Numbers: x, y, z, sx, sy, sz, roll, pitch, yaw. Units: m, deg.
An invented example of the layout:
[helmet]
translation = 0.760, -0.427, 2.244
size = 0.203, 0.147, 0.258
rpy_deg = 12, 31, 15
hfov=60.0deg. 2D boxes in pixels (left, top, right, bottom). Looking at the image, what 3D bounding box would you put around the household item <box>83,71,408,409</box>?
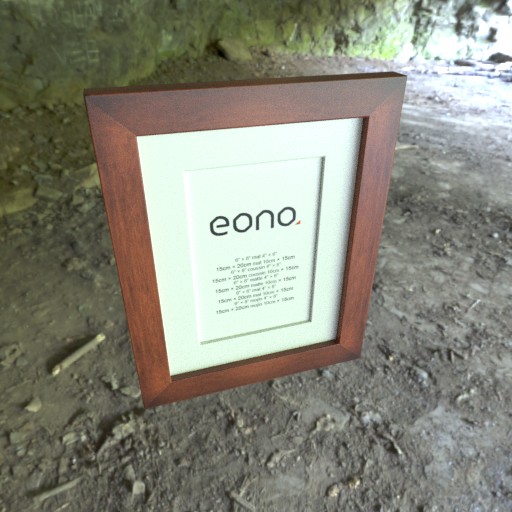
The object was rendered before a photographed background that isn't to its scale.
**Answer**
[household item]
translation = 0.000, 0.000, 0.336
size = 0.200, 0.250, 0.020
rpy_deg = -9, 33, -15
